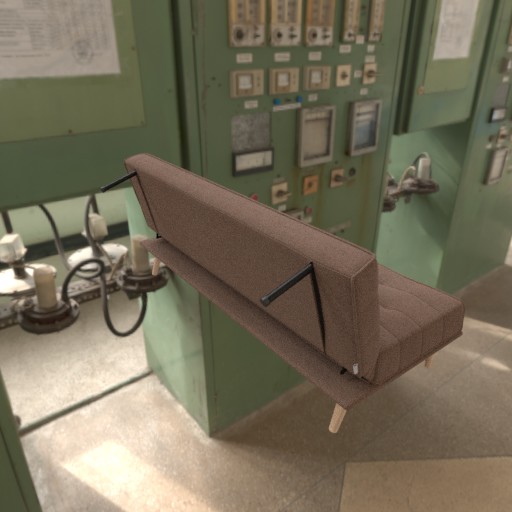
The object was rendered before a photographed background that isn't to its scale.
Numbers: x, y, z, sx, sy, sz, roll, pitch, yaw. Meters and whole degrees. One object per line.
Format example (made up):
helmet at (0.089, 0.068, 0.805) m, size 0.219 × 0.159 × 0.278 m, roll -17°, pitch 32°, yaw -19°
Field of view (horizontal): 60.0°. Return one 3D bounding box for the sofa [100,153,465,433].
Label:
sofa at (0.000, 0.000, 2.322) m, size 1.038 × 0.810 × 1.820 m, roll -19°, pitch 32°, yaw -33°
